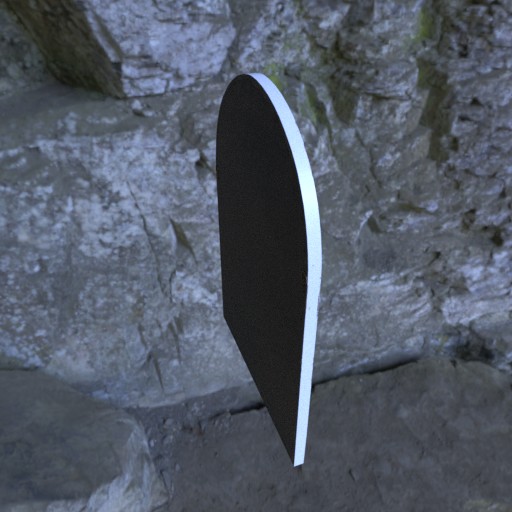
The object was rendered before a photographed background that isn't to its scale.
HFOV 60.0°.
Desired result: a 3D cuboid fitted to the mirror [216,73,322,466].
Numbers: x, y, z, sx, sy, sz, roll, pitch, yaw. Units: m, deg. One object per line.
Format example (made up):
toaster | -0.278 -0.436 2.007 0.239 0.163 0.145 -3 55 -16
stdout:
mirror | 0.000 0.000 1.199 0.032 0.920 0.660 -11 33 -17
